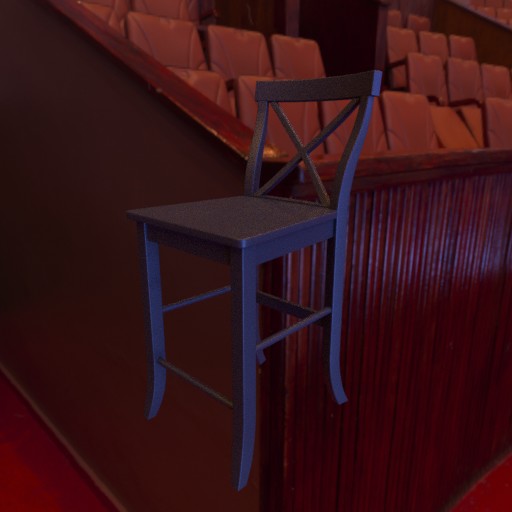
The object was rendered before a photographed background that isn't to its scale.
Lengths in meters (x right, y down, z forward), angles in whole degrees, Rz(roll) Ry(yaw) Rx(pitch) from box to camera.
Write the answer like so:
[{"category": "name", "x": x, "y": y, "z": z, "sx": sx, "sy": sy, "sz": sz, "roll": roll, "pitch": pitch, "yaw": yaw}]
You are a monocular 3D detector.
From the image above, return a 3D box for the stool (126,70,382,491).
[{"category": "stool", "x": 0.000, "y": 0.000, "z": 1.267, "sx": 0.452, "sy": 0.989, "sz": 0.559, "roll": 15, "pitch": 22, "yaw": 42}]
